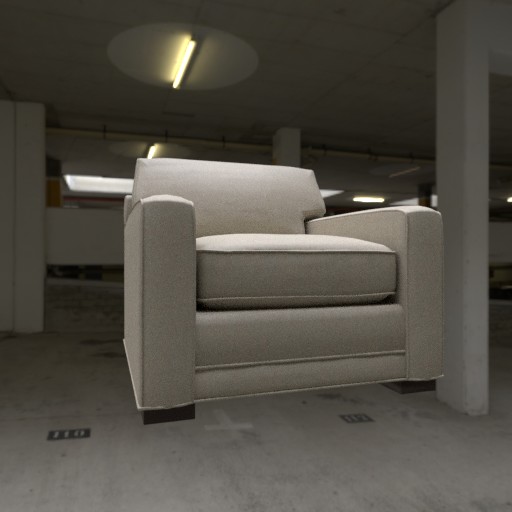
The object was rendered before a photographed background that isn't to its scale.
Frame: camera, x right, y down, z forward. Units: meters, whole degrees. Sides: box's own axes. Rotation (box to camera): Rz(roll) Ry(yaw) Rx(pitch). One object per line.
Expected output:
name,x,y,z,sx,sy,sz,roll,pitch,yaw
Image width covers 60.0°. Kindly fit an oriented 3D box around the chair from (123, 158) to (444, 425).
chair,0.000,0.000,1.801,0.998,0.913,1.043,0,0,-19
